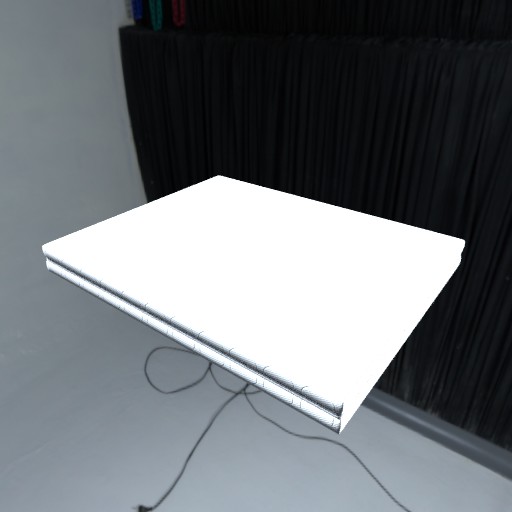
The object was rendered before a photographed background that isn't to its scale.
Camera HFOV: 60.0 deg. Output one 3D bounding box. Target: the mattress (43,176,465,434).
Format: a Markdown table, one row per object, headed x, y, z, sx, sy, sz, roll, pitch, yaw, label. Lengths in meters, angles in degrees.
| x | y | z | sx | sy | sz | roll | pitch | yaw | label |
| --- | --- | --- | --- | --- | --- | --- | --- | --- | --- |
| 0.000 | 0.000 | 2.712 | 2.000 | 0.200 | 1.600 | 20 | 35 | 32 | mattress |
